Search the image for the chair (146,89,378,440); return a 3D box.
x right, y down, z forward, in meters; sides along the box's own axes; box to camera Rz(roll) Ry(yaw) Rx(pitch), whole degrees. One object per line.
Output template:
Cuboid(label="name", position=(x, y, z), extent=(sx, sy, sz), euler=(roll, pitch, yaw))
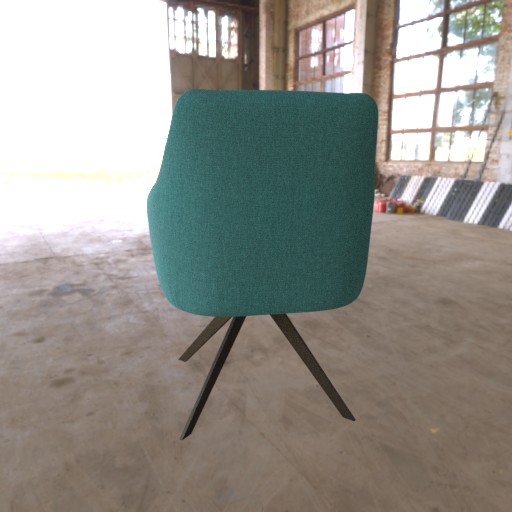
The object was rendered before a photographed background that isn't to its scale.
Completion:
Cuboid(label="chair", position=(0.000, 0.000, 1.344), extent=(0.642, 0.874, 0.677), euler=(-2, 14, -10))
